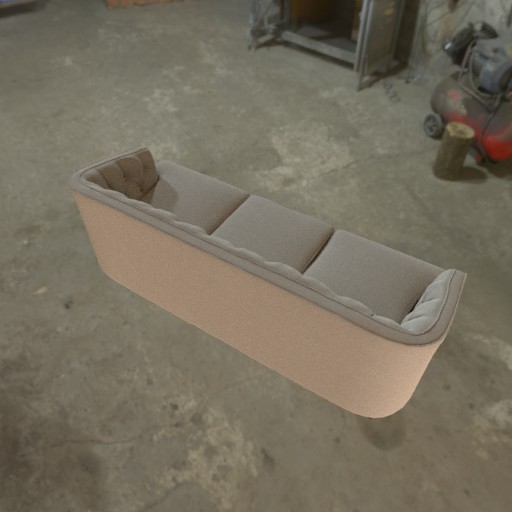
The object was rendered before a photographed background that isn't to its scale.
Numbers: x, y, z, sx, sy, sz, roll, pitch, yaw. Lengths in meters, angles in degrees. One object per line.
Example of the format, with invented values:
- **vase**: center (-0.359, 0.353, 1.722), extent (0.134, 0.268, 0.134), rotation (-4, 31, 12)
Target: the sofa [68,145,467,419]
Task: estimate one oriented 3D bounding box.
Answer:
- **sofa**: center (0.000, 0.000, 2.722), extent (2.278, 0.855, 0.941), rotation (25, 51, 22)
